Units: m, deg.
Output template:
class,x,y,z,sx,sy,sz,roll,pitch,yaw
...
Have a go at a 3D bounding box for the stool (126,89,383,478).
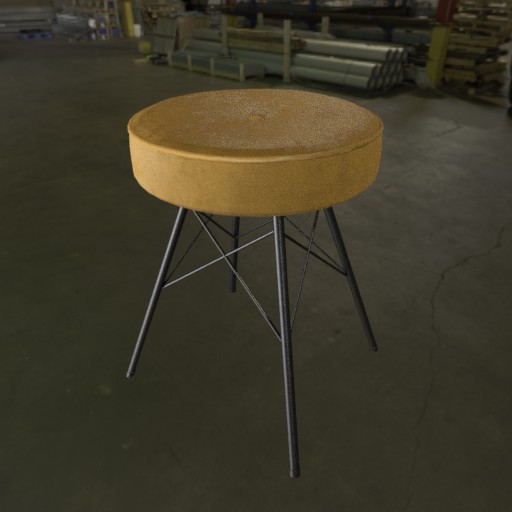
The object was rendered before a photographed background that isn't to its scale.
class,x,y,z,sx,sy,sz,roll,pitch,yaw
stool,0.000,0.000,0.907,0.472,0.595,0.438,21,37,30
